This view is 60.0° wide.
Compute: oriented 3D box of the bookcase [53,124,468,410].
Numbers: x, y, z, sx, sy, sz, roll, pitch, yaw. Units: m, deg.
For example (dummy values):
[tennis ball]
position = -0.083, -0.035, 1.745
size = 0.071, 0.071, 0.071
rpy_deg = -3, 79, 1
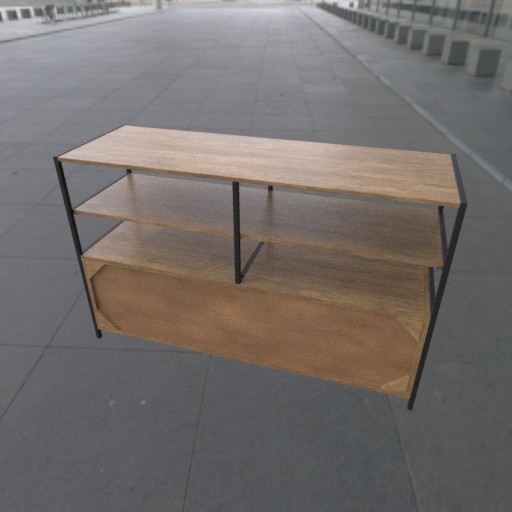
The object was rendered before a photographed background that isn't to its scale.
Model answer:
[bookcase]
position = 0.000, 0.000, 1.516
size = 1.149, 0.712, 0.391
rpy_deg = 9, 32, 15
